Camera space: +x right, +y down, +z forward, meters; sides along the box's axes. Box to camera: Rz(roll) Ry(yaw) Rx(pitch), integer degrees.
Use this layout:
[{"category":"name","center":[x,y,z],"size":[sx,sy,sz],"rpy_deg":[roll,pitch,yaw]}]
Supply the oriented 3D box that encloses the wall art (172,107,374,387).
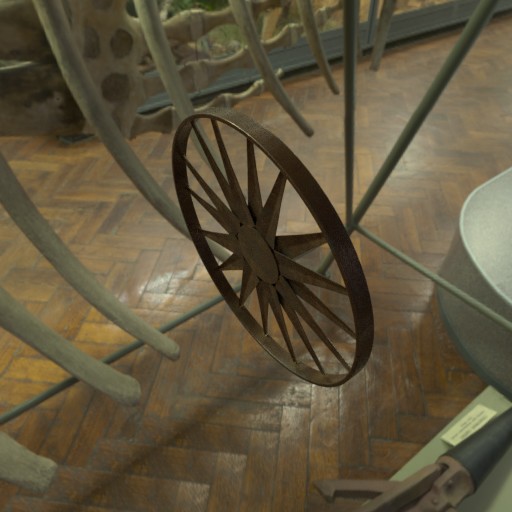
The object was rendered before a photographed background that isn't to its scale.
[{"category":"wall art","center":[0.000,0.000,0.882],"size":[0.084,0.583,0.582],"rpy_deg":[-27,48,-27]}]
